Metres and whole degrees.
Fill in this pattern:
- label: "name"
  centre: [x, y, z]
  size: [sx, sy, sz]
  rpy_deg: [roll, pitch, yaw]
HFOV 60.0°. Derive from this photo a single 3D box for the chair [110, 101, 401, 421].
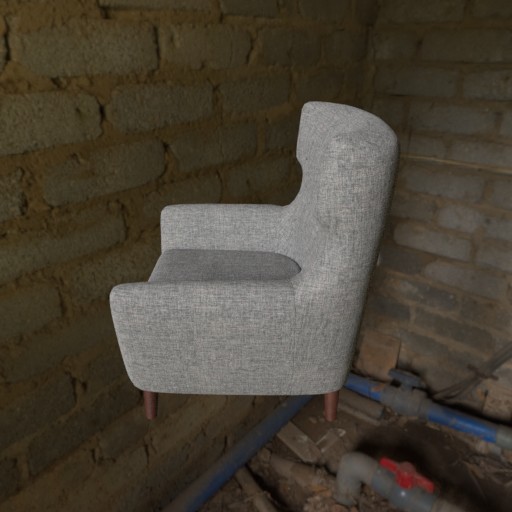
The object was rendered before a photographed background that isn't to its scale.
- label: "chair"
  centre: [0.000, 0.000, 1.724]
  size: [0.904, 1.063, 0.878]
  rpy_deg: [0, 25, 1]
